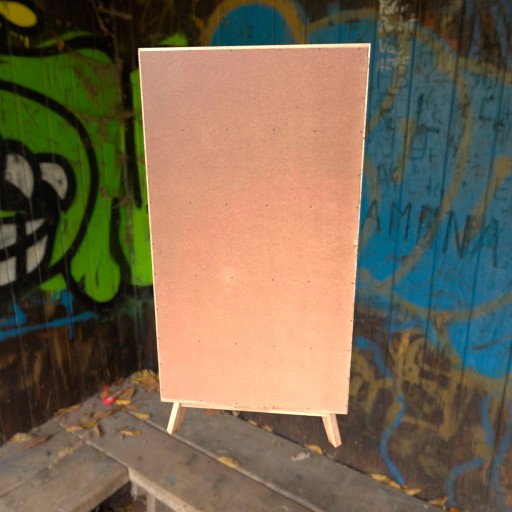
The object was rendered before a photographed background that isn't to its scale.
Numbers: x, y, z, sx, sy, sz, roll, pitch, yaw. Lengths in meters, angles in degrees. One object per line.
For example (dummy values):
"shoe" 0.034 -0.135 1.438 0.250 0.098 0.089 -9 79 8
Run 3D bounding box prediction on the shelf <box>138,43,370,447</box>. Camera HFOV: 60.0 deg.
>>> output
"shelf" 0.000 0.000 1.747 0.748 1.471 0.308 2 15 6
